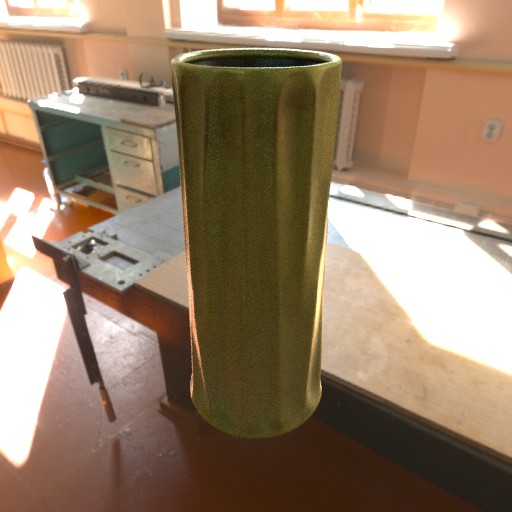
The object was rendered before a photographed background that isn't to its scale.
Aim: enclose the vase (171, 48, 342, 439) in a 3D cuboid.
[{"bbox_3d":[0.000,0.000,0.173,0.061,0.143,0.061,0,31,0],"label":"vase"}]
